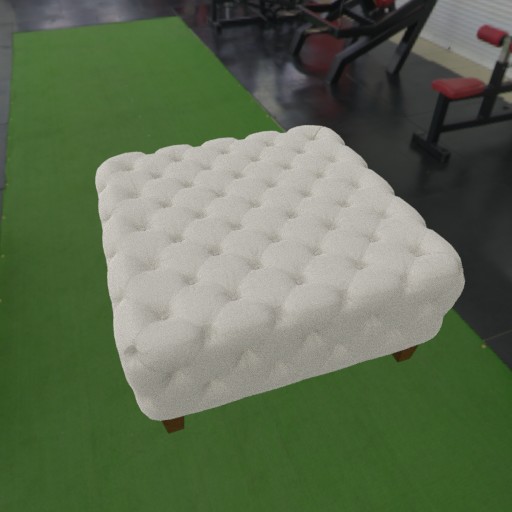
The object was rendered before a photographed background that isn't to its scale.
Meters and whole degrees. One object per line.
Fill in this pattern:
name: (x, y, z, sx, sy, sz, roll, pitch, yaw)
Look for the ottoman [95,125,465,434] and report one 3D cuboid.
ottoman: (0.000, 0.000, 1.221, 0.755, 0.376, 0.753, -13, 43, -14)
